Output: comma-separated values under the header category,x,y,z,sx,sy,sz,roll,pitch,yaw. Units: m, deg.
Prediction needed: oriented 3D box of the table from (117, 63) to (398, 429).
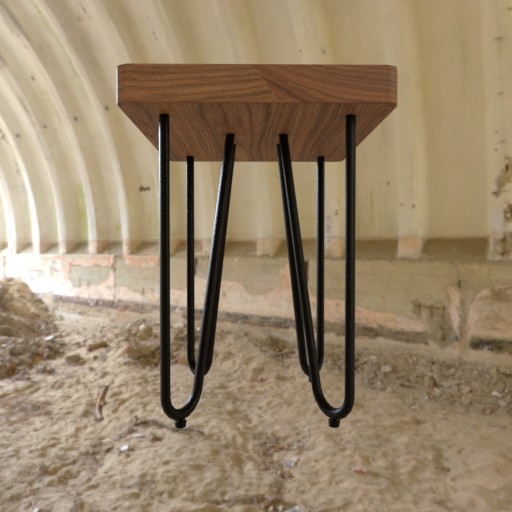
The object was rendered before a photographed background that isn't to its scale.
category,x,y,z,sx,sy,sz,roll,pitch,yaw
table,0.000,0.000,0.976,0.479,0.641,0.480,0,0,-1
